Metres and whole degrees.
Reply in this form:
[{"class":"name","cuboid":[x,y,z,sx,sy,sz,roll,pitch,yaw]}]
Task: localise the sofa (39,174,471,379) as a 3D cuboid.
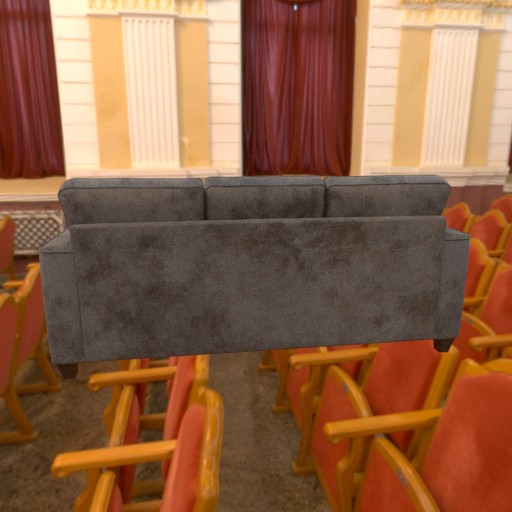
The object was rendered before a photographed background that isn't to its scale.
[{"class":"sofa","cuboid":[0.000,0.000,2.603,2.133,0.965,0.939,-2,14,-8]}]
